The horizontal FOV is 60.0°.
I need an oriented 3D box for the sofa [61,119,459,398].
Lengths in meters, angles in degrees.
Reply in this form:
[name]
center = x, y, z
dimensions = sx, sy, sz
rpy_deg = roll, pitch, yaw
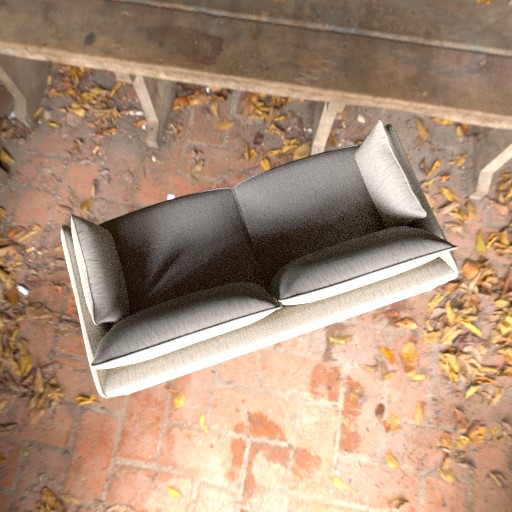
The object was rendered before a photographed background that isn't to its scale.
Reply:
[sofa]
center = 0.000, 0.000, 2.536
dimensions = 1.989, 0.860, 0.991
rpy_deg = -18, 76, -5
